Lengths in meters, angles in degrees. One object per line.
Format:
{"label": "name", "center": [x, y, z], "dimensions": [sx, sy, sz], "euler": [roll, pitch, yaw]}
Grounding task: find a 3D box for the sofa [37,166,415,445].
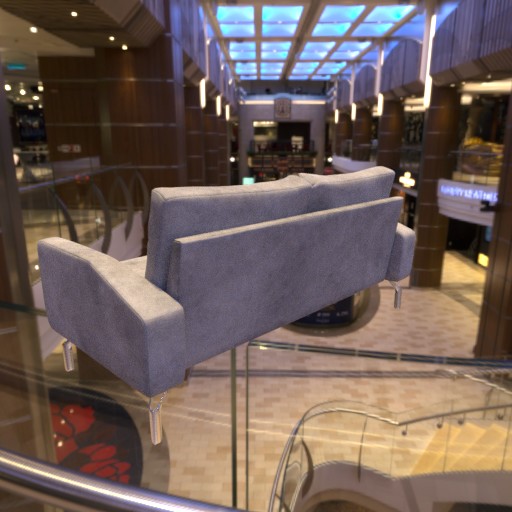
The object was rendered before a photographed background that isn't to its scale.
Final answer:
{"label": "sofa", "center": [0.000, 0.000, 2.269], "dimensions": [0.849, 0.859, 1.837], "euler": [14, 21, 42]}
